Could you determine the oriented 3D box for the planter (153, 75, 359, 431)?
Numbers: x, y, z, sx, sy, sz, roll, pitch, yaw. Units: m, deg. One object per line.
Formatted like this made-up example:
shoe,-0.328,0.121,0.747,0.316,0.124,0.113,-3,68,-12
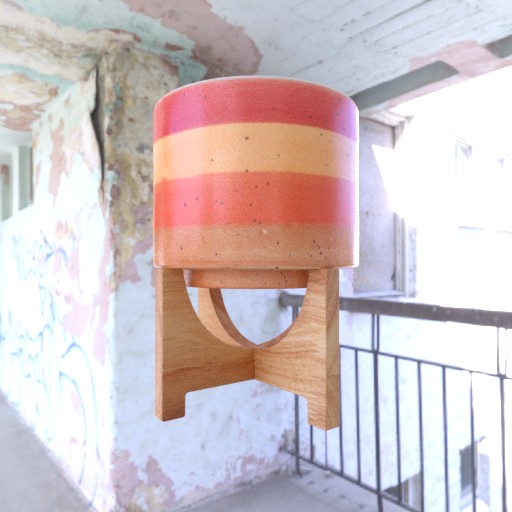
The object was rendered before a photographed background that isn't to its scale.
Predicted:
planter,0.000,0.000,0.422,0.199,0.268,0.199,0,-1,0
